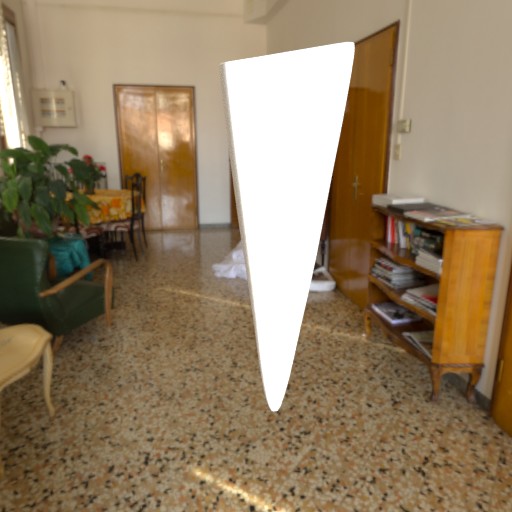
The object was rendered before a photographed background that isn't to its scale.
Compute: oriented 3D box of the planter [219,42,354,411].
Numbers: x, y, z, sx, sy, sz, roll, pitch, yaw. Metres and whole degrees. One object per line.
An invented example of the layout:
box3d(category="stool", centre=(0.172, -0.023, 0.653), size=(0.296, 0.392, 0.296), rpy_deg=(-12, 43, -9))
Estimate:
box3d(category="planter", centre=(0.000, 0.000, 0.393), size=(0.143, 0.338, 0.065), rpy_deg=(13, 20, 41))
